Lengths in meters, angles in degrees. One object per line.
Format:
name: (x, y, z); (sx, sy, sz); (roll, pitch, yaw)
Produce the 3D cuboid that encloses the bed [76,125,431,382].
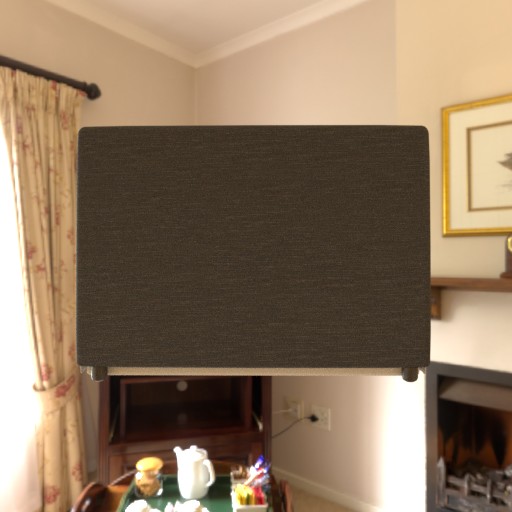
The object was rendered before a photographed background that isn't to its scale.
bed: (0.000, 0.000, 3.308); (1.884, 1.330, 2.142); (0, -1, 1)
